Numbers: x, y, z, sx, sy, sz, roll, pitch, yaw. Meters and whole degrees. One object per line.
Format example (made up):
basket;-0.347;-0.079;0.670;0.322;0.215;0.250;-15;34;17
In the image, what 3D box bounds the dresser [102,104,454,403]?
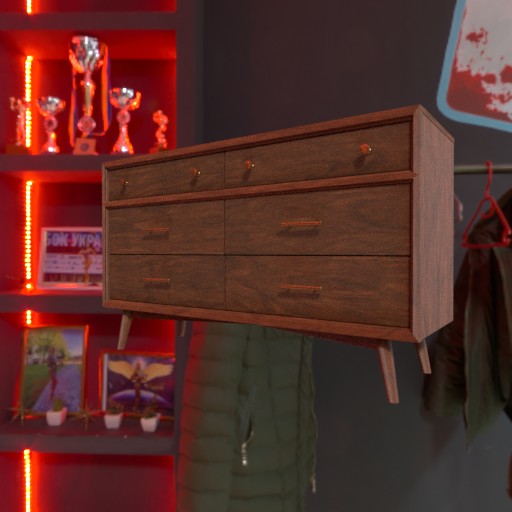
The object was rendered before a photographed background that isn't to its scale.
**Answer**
dresser;0.000;0.000;1.890;1.472;0.889;0.500;0;1;35
